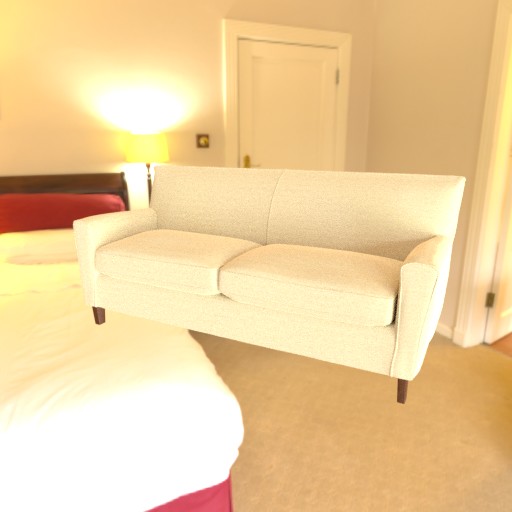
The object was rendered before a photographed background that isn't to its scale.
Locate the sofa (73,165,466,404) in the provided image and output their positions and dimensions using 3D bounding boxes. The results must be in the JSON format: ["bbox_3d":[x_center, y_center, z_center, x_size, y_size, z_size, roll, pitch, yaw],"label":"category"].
[{"bbox_3d":[0.000,0.000,2.477,2.001,0.907,0.841,8,17,26],"label":"sofa"}]
